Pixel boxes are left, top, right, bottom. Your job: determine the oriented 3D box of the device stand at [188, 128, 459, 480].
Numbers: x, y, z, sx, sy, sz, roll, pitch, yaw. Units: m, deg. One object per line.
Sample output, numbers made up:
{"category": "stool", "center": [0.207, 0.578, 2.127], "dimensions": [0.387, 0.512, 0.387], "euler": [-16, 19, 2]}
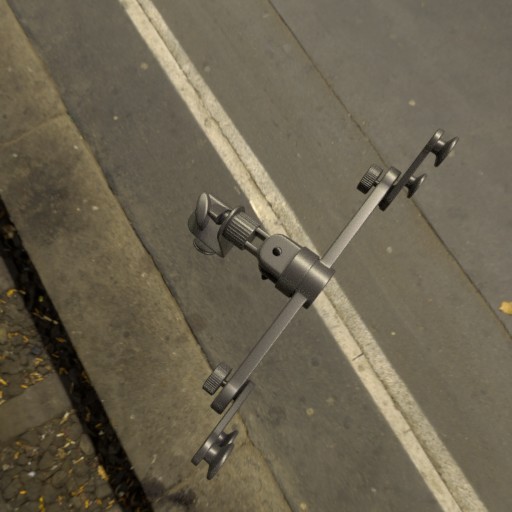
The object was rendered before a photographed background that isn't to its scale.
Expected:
{"category": "device stand", "center": [0.000, 0.000, 0.358], "dimensions": [0.142, 0.166, 0.270], "euler": [37, 78, 9]}
